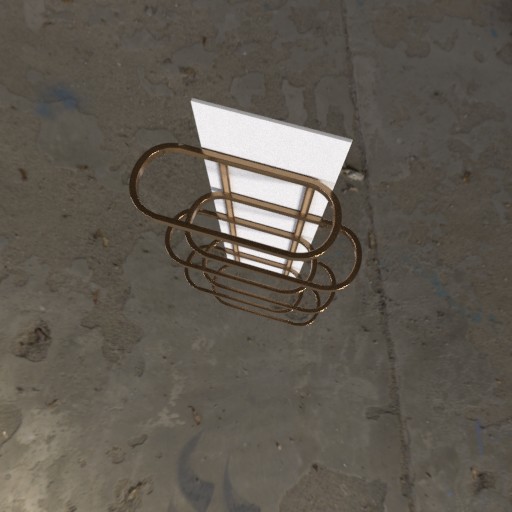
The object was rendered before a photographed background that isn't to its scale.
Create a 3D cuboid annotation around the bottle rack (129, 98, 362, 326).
[{"bbox_3d":[0.000,0.000,0.808,0.332,0.709,0.118,16,75,4],"label":"bottle rack"}]
